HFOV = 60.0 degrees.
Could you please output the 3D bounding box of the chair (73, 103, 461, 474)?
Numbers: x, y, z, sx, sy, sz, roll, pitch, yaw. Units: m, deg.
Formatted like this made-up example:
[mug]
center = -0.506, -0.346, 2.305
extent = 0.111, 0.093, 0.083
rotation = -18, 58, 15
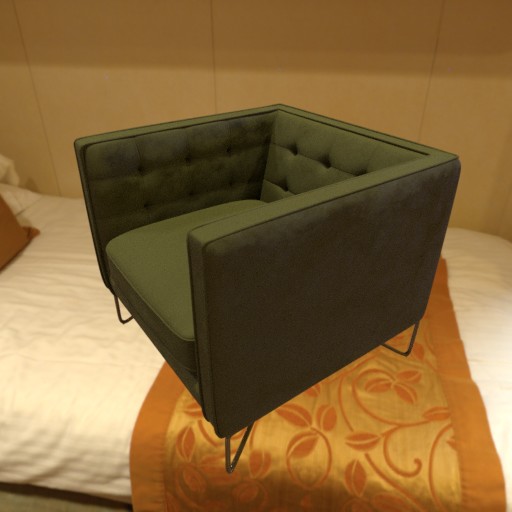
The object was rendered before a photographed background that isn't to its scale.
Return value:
[chair]
center = 0.000, 0.000, 1.554
extent = 0.894, 0.790, 0.880
rotation = -20, 37, -30
